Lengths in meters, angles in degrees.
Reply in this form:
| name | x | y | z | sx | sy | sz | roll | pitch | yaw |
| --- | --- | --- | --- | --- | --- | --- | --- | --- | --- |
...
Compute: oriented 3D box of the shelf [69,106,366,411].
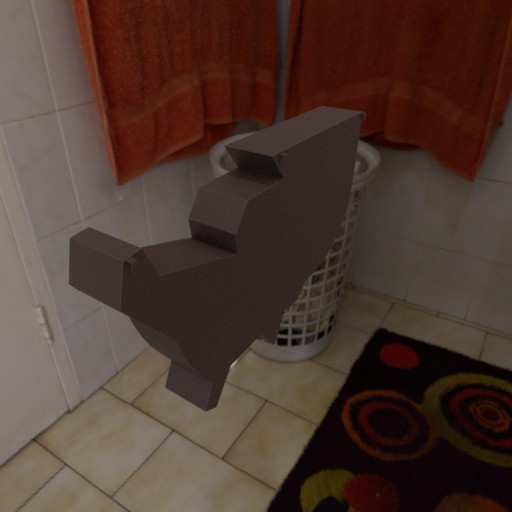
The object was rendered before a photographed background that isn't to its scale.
| name | x | y | z | sx | sy | sz | roll | pitch | yaw |
| --- | --- | --- | --- | --- | --- | --- | --- | --- | --- |
| shelf | 0.000 | 0.000 | 0.888 | 0.112 | 0.439 | 0.729 | 19 | 36 | 29 |
